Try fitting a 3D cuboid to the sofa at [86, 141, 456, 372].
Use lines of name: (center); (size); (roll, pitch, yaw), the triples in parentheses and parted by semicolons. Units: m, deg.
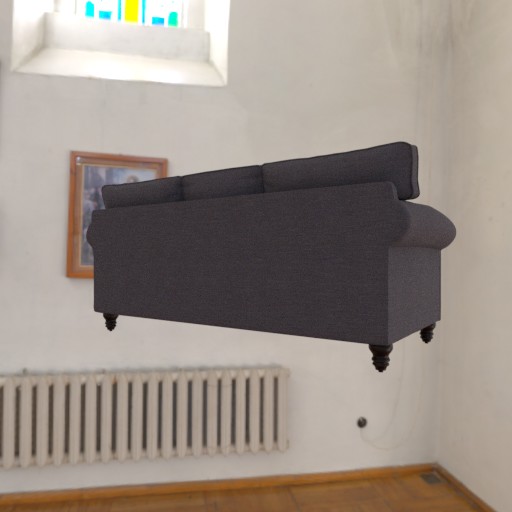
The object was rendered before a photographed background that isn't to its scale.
sofa: (0.000, 0.000, 2.648); (2.084, 0.966, 0.909); (0, 0, 35)
